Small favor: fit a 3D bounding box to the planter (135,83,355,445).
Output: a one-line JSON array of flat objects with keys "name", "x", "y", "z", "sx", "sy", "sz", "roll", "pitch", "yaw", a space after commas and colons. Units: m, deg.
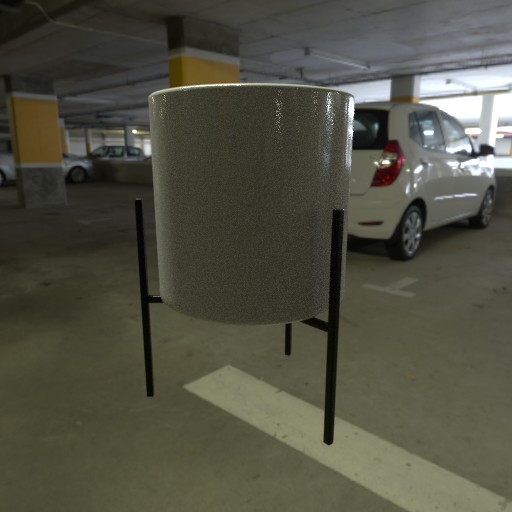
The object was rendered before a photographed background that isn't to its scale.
[{"name": "planter", "x": 0.000, "y": 0.000, "z": 0.529, "sx": 0.239, "sy": 0.356, "sz": 0.239, "roll": 6, "pitch": 15, "yaw": 25}]
